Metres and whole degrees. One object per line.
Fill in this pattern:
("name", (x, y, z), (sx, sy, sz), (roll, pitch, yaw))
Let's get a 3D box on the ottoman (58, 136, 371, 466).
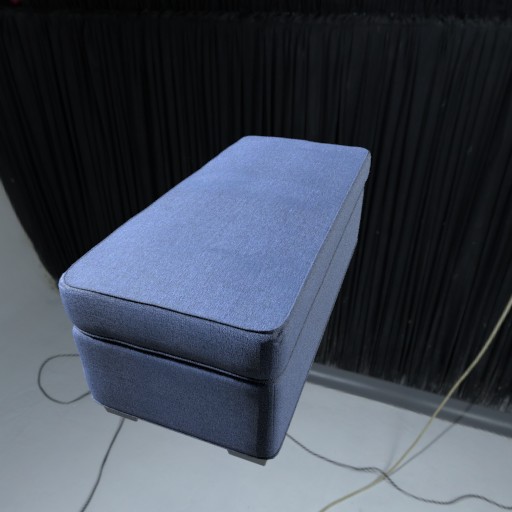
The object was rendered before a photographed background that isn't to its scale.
("ottoman", (0.000, 0.000, 1.383), (0.515, 0.460, 1.110), (11, 33, 17))
